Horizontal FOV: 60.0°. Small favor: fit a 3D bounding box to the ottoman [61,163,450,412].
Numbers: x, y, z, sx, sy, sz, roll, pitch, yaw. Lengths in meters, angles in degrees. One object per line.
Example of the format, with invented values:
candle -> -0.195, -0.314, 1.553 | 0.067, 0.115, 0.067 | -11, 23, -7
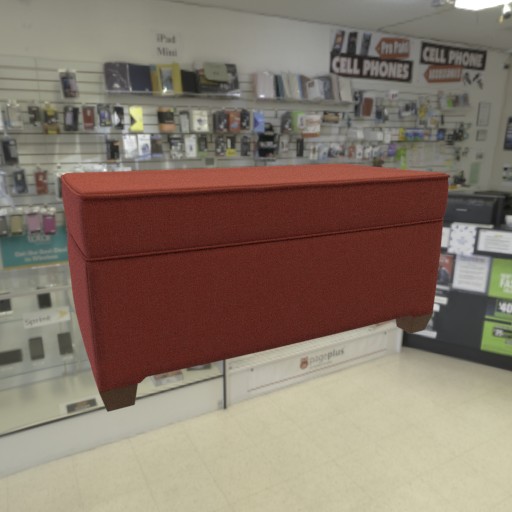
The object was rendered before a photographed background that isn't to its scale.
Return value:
ottoman -> 0.000, 0.000, 1.228 | 0.948, 0.454, 0.497 | -7, 17, -25
